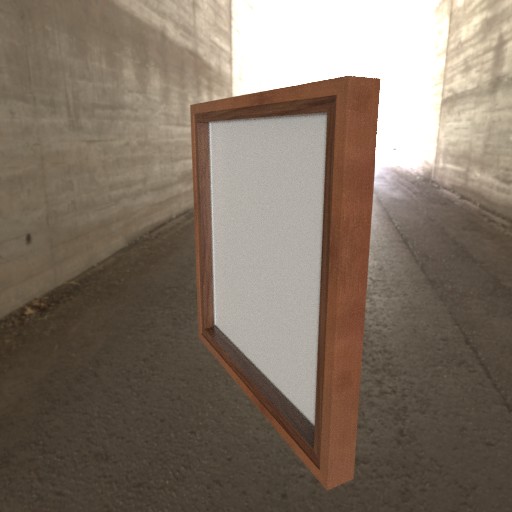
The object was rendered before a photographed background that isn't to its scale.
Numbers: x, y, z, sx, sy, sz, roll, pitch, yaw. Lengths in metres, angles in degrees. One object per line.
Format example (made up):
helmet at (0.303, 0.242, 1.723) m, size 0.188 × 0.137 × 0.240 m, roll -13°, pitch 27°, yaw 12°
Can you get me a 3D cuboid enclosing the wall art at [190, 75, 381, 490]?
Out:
wall art at (0.000, 0.000, 0.589) m, size 0.035 × 0.403 × 0.403 m, roll -7°, pitch 17°, yaw -25°
